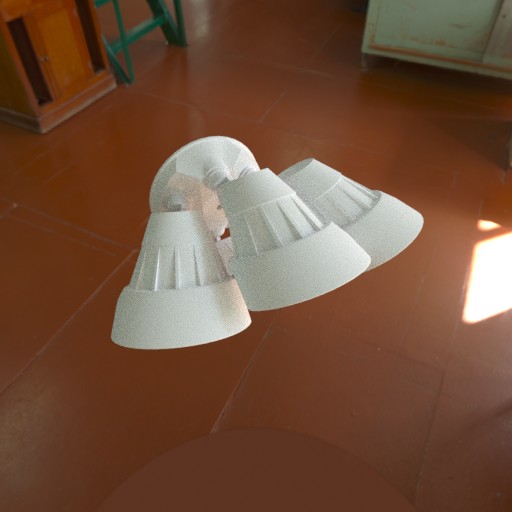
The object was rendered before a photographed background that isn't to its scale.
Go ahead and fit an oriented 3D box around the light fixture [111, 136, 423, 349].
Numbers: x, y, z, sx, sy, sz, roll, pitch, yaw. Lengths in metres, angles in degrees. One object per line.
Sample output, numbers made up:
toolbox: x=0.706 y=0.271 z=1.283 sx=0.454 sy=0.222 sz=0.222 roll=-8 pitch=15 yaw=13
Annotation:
light fixture: x=0.000 y=0.000 z=0.529 sx=0.369 sy=0.237 sz=0.278 roll=-23 pitch=51 yaw=-20
